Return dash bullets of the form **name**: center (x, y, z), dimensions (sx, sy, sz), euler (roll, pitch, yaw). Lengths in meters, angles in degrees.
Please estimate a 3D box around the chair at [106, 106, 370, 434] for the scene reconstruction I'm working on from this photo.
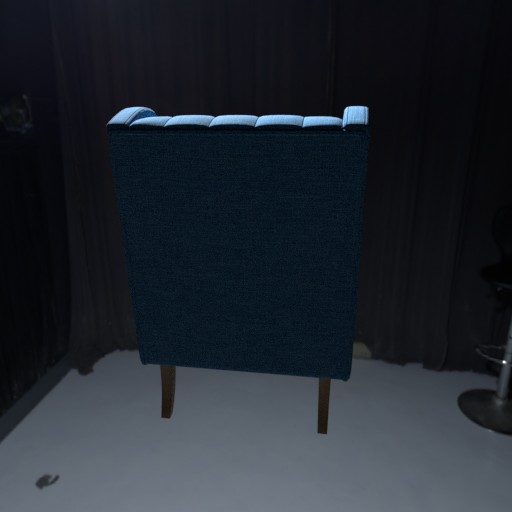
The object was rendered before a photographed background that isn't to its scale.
- **chair**: center (0.000, 0.000, 1.508), dimensions (0.711, 0.952, 0.775), euler (3, 17, 8)
